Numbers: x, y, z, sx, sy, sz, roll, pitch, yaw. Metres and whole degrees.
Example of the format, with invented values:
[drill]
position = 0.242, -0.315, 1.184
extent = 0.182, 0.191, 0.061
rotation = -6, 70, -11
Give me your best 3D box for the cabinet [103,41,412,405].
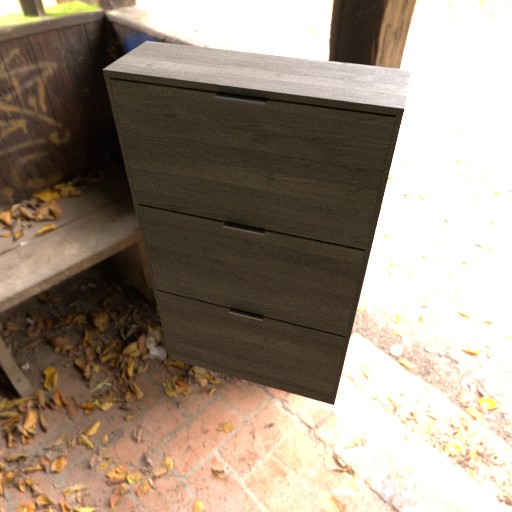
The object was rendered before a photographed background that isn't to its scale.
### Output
[cabinet]
position = 0.000, 0.000, 1.558
extent = 0.750, 1.280, 0.250
rotation = 12, 44, 13
